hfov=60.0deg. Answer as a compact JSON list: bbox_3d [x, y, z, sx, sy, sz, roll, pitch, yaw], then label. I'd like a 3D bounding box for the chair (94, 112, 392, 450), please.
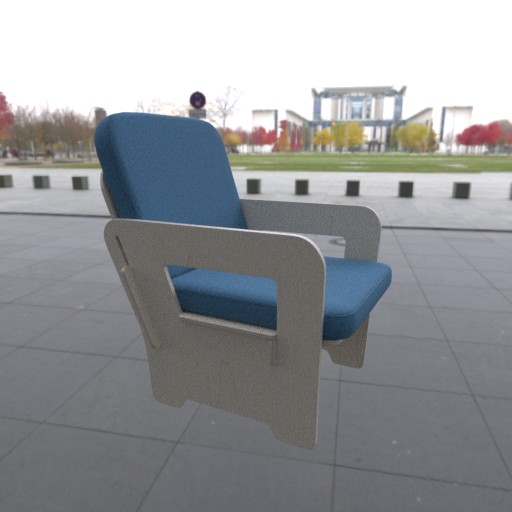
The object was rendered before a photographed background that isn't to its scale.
[{"bbox_3d":[0.000,0.000,1.201,0.657,0.747,0.547,7,15,26],"label":"chair"}]
